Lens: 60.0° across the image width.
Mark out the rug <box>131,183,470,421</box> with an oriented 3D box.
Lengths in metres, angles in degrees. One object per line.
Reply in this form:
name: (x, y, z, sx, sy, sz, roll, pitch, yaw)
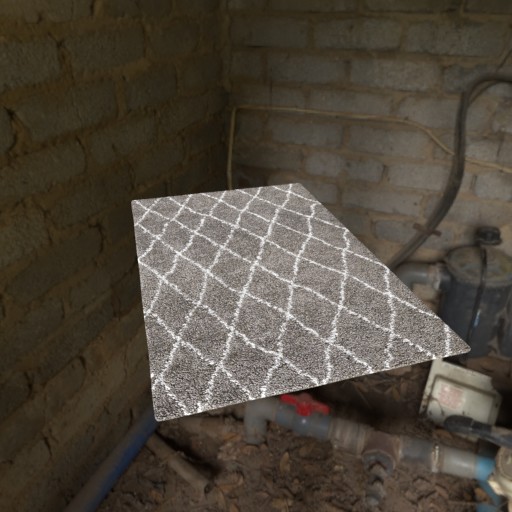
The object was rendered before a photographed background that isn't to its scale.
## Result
rug: (0.000, 0.000, 3.453, 1.778, 0.030, 2.743, -8, 31, -14)
